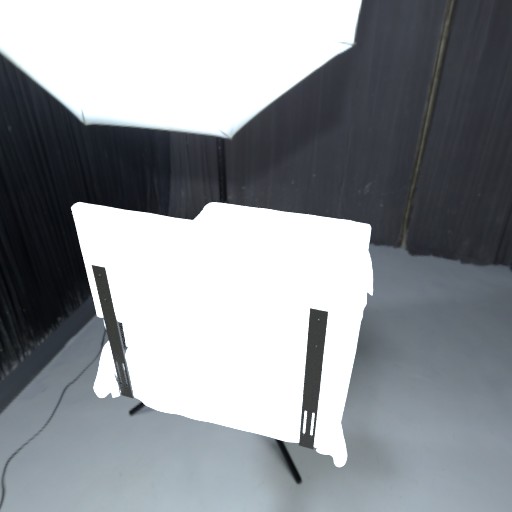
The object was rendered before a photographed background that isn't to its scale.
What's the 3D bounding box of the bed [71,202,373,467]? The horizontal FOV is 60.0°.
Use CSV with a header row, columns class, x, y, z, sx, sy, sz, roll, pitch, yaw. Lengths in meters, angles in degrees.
class,x,y,z,sx,sy,sz,roll,pitch,yaw
bed,0.000,0.000,3.606,1.936,1.577,2.222,10,33,15
